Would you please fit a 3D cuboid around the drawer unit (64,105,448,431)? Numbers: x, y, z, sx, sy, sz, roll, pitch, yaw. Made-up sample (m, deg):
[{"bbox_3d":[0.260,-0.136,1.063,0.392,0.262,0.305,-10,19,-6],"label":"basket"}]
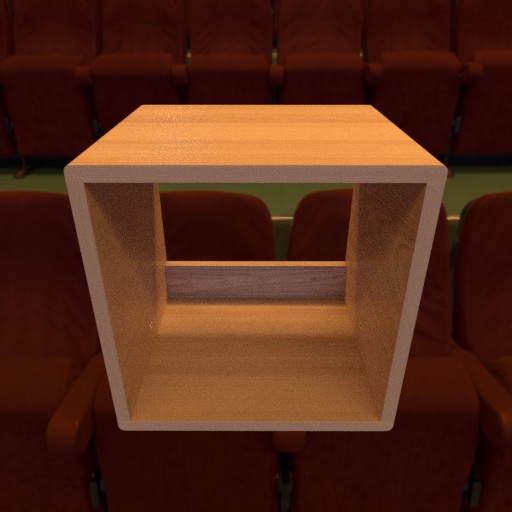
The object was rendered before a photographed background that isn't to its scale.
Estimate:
[{"bbox_3d":[0.000,0.000,0.604,0.344,0.344,0.290,0,29,0],"label":"drawer unit"}]
